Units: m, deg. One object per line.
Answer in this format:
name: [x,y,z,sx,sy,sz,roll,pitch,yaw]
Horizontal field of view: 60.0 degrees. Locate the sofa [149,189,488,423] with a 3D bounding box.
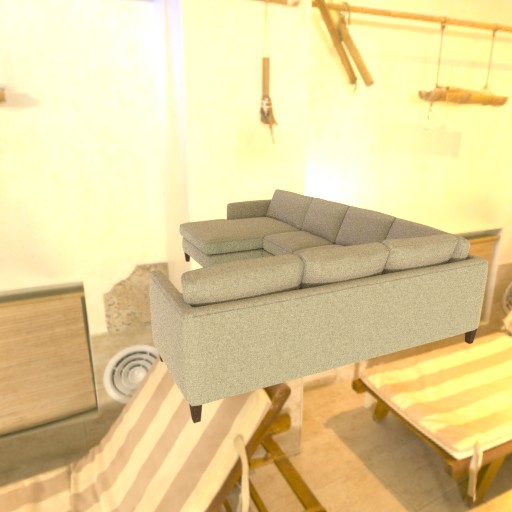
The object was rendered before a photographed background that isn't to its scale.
sofa: [0.000,0.000,4.594,2.593,0.959,3.460,-8,18,-24]
